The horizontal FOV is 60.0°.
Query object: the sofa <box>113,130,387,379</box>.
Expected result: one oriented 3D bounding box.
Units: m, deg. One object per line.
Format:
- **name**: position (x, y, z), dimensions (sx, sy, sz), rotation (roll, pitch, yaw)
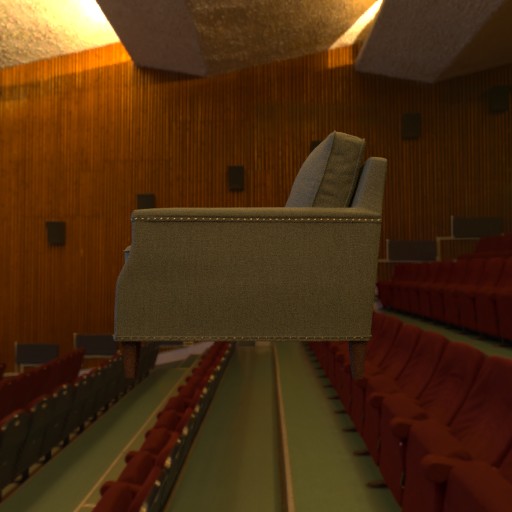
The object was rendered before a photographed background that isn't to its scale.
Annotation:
- **sofa**: position (0.000, 0.000, 2.800), dimensions (1.084, 1.003, 2.246), rotation (0, -1, 1)
